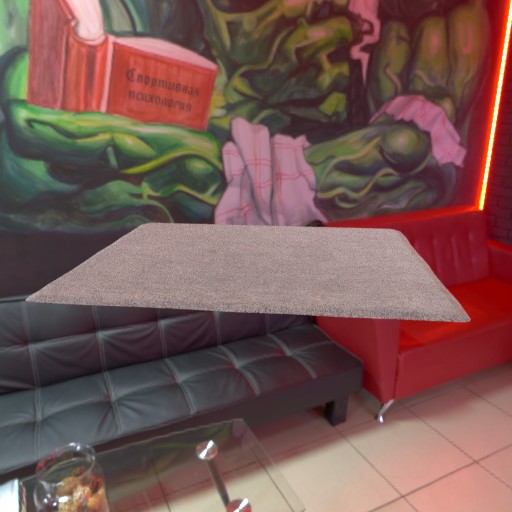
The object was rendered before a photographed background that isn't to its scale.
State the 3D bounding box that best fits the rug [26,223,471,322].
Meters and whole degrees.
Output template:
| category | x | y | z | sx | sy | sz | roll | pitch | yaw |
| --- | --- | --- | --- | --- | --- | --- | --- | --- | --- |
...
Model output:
| category | x | y | z | sx | sy | sz | roll | pitch | yaw |
| --- | --- | --- | --- | --- | --- | --- | --- | --- | --- |
| rug | 0.000 | 0.000 | 3.933 | 2.933 | 0.027 | 2.332 | 2 | 17 | 6 |
